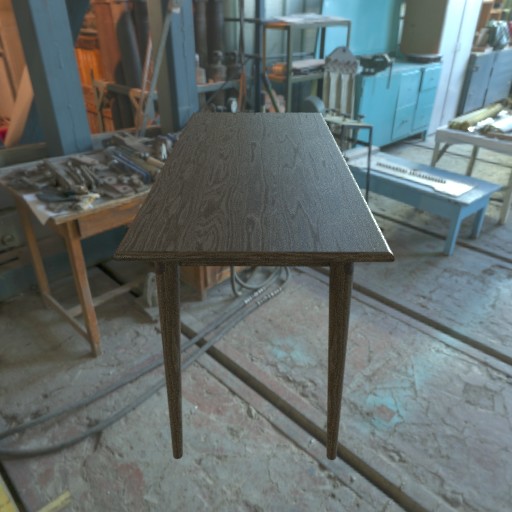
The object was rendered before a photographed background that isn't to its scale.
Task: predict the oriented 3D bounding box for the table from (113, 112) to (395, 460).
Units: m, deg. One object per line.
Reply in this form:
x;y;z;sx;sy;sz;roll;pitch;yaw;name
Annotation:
0.000;0.000;1.694;0.599;0.780;1.300;0;31;0;table
